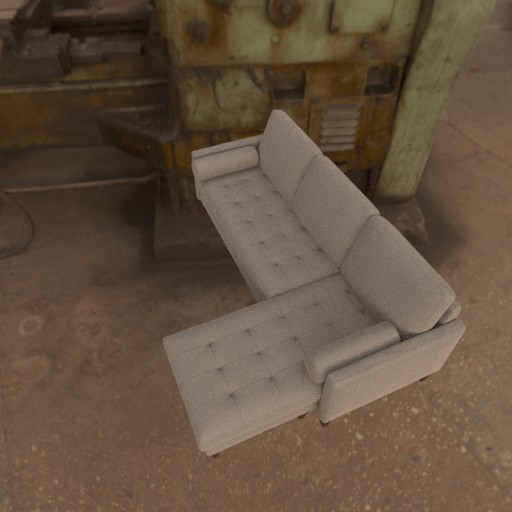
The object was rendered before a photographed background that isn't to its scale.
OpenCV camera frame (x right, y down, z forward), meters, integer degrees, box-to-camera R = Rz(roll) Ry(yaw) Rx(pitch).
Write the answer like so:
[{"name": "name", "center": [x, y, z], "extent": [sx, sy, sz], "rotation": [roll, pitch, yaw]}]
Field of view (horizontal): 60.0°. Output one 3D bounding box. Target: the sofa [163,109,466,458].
[{"name": "sofa", "center": [0.000, 0.000, 2.946], "extent": [1.506, 0.875, 2.178], "rotation": [-18, 50, -16]}]
